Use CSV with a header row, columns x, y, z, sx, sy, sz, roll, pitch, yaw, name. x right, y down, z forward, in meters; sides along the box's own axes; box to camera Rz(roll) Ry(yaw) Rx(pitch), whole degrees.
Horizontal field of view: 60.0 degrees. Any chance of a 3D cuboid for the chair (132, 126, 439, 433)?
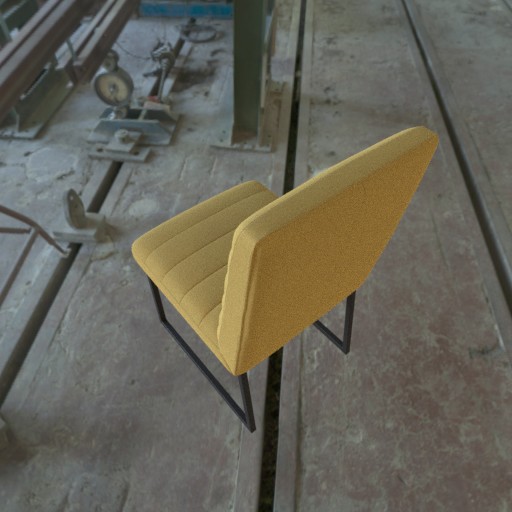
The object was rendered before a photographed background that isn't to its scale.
x,y,z,sx,sy,sz,roll,pitch,yaw,name
0.000,0.000,1.307,0.520,0.930,0.634,-32,55,-26,chair
